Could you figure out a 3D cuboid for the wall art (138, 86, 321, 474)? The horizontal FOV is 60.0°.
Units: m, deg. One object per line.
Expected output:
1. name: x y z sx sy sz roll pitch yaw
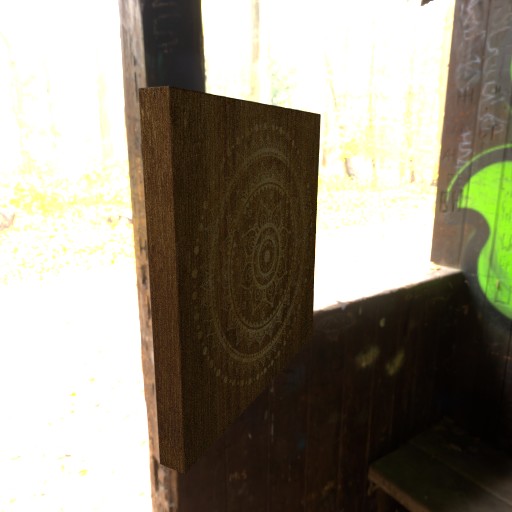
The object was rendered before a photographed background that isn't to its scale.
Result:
1. wall art: 0.000 0.000 0.621 0.039 0.403 0.406 7 16 26
